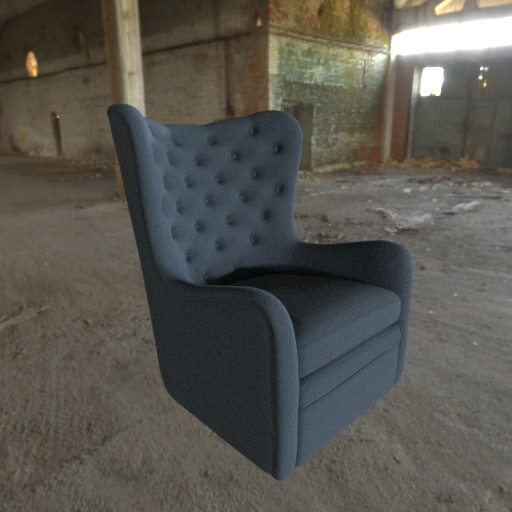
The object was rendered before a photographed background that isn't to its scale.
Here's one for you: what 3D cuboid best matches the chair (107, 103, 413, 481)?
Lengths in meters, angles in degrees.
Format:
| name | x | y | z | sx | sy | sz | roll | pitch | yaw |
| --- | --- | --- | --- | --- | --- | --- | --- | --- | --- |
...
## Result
| name | x | y | z | sx | sy | sz | roll | pitch | yaw |
| --- | --- | --- | --- | --- | --- | --- | --- | --- | --- |
| chair | 0.000 | 0.000 | 1.673 | 0.930 | 1.079 | 0.831 | 15 | 22 | 41 |
